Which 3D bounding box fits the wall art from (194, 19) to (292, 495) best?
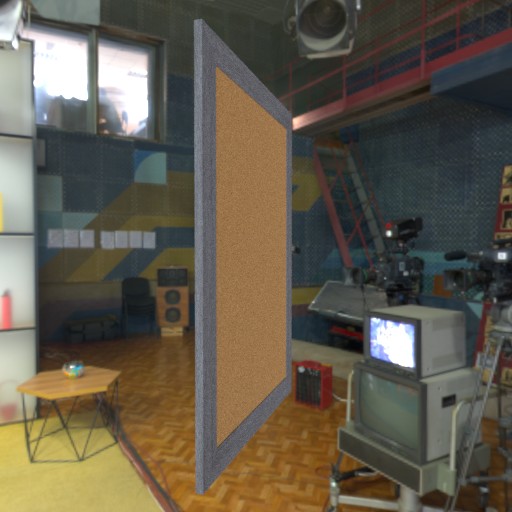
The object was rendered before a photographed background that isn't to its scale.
[{"bbox_3d":[0.000,0.000,1.361,0.020,1.070,0.768,1,1,20],"label":"wall art"}]
